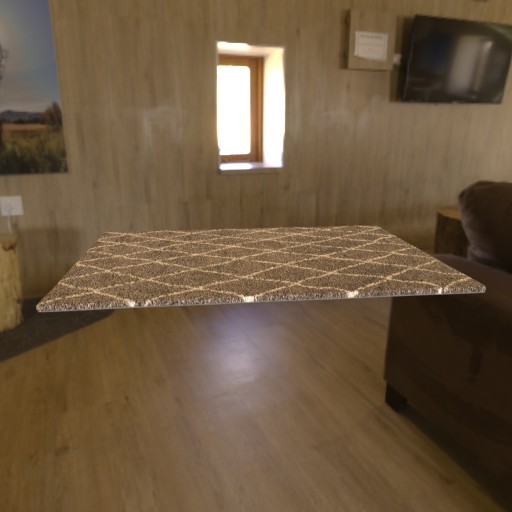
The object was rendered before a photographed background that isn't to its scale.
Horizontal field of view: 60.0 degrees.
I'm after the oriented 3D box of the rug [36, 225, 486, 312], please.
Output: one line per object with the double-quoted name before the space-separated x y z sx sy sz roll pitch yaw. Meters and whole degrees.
"rug" 0.000 0.000 2.308 1.778 0.030 1.219 -2 16 -6
